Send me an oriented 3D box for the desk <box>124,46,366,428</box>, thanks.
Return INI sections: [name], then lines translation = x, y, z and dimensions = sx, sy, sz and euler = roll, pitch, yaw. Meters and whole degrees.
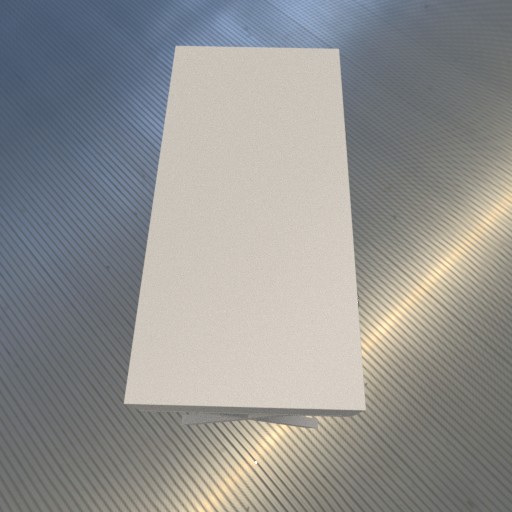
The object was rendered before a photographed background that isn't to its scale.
[desk]
translation = 0.000, 0.000, 1.497
dimensions = 0.525, 0.780, 1.057
euler = 1, 65, 1
